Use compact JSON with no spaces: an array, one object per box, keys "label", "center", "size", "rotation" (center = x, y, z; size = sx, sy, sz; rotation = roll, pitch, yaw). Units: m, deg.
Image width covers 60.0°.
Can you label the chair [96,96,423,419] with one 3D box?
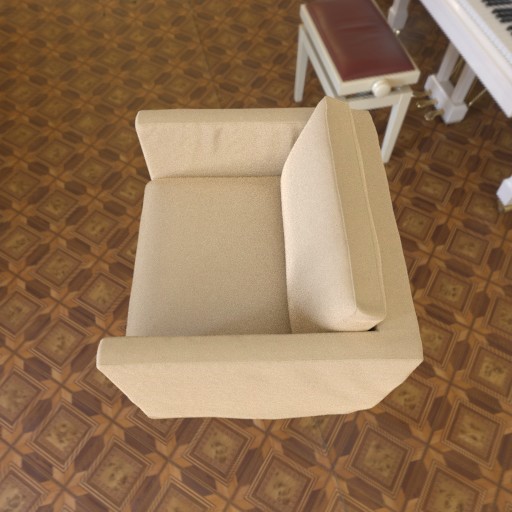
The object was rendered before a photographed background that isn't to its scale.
[{"label":"chair","center":[0.000,0.000,1.718],"size":[0.947,0.851,1.057],"rotation":[-1,59,-1]}]
